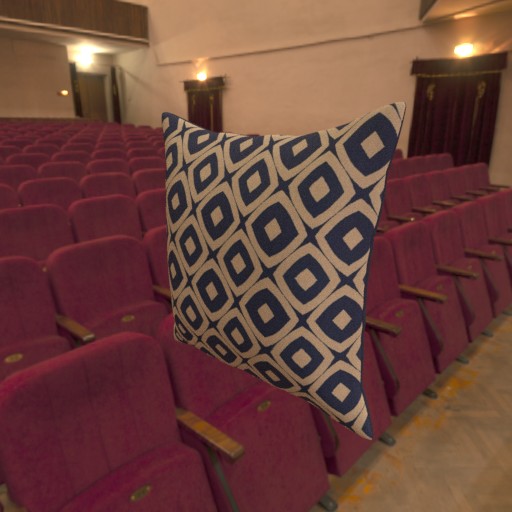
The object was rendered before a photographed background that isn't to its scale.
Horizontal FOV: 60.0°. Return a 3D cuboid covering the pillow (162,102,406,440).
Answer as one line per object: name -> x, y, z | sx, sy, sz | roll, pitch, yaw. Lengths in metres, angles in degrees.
pillow -> 0.000, 0.000, 0.777 | 0.504, 0.494, 0.188 | 15, 22, 41
